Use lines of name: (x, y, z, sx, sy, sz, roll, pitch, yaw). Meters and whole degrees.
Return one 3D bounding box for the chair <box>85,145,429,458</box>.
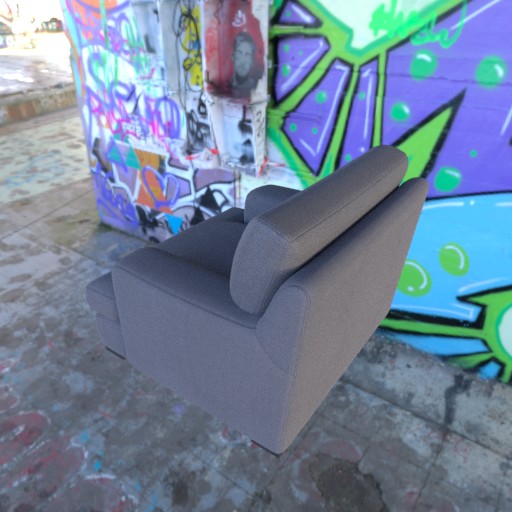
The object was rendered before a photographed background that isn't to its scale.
chair: (0.000, 0.000, 2.025, 1.143, 0.940, 1.168, 20, 35, 30)
